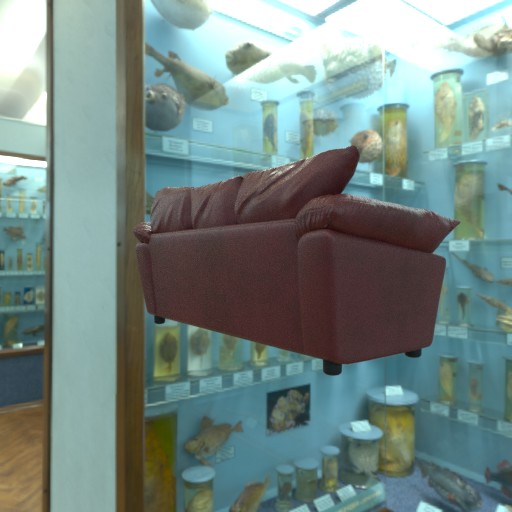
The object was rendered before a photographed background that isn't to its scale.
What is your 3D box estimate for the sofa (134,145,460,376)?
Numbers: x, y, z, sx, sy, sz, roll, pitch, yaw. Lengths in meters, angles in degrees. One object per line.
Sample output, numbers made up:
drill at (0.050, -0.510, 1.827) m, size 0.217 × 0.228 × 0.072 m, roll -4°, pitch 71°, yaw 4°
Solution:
sofa at (0.000, 0.000, 2.982) m, size 0.907 × 1.091 × 2.390 m, roll 0°, pitch 0°, yaw -36°
